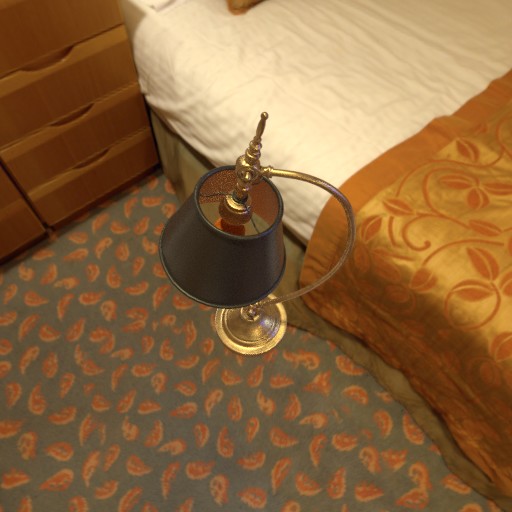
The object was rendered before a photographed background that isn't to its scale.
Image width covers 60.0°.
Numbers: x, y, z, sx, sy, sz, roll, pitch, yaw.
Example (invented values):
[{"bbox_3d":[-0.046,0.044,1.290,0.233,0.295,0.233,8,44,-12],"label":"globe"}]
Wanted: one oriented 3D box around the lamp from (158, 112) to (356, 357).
[{"bbox_3d":[0.000,0.000,0.823,0.344,0.675,0.235,2,59,1],"label":"lamp"}]
